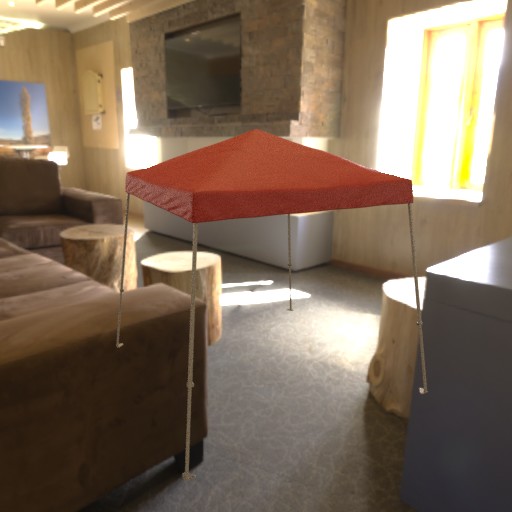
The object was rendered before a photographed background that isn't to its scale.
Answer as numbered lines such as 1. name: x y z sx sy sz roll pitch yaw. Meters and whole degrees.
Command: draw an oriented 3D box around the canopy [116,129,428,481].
1. canopy: 0.000 0.000 6.538 3.599 3.600 3.600 -8 17 -27
